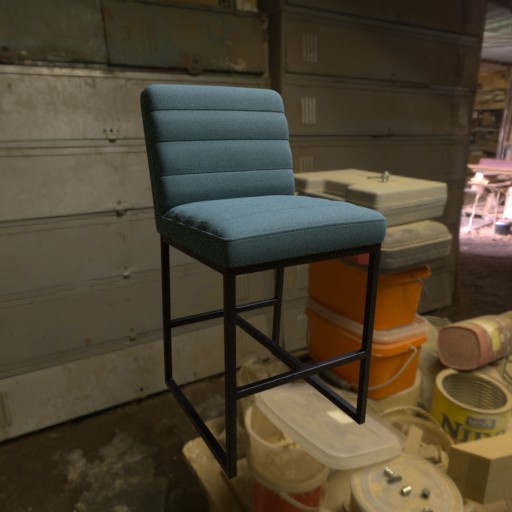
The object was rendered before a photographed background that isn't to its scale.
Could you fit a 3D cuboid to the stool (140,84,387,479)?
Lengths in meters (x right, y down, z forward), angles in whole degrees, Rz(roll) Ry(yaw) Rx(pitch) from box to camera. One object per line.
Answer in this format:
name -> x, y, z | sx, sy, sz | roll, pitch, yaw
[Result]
stool -> 0.000, 0.000, 1.261 | 0.460, 0.940, 0.560 | -9, 18, -28
